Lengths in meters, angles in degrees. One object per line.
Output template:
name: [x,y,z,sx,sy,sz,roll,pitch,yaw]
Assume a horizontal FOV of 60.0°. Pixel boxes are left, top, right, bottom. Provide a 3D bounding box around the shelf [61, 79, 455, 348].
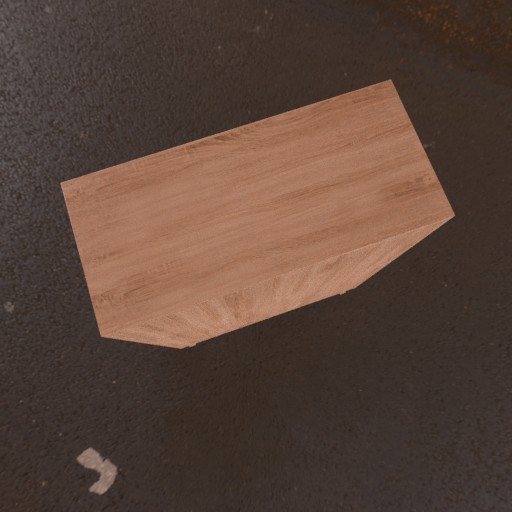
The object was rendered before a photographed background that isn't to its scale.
shelf: [0.000,0.000,1.902,1.000,1.390,0.450,-19,78,-4]
